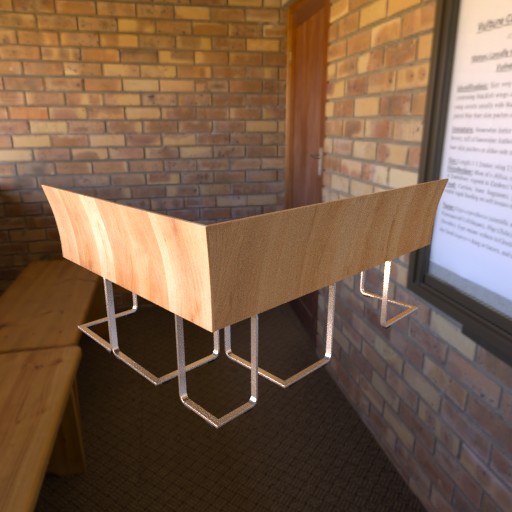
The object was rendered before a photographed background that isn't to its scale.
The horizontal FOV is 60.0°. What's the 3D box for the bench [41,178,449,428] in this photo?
[{"bbox_3d":[0.000,0.000,2.787,1.945,0.930,1.495,-16,23,-42],"label":"bench"}]
